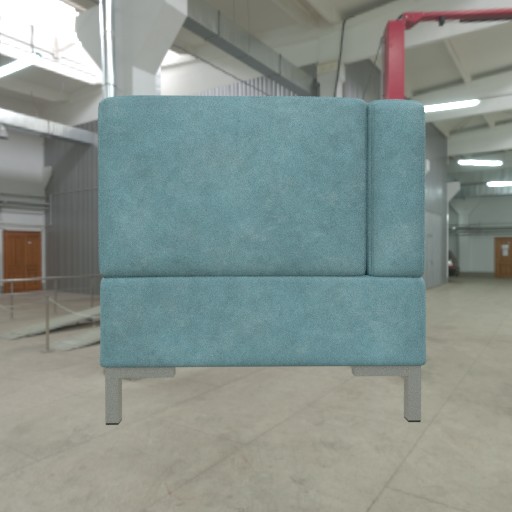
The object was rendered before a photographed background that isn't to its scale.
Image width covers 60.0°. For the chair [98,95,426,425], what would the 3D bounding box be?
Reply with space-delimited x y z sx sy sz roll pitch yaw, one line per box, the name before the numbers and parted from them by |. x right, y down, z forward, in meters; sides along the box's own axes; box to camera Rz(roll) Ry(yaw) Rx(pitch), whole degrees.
chair | 0.000 0.000 1.207 0.684 0.660 0.691 0 1 -1
